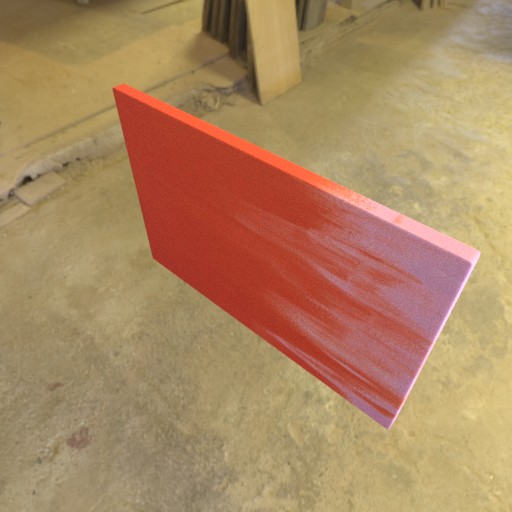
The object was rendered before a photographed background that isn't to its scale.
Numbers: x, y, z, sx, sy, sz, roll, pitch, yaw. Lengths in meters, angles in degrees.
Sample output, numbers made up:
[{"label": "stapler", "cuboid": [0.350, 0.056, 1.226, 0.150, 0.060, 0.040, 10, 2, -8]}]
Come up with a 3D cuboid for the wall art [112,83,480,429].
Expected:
[{"label": "wall art", "cuboid": [0.000, 0.000, 1.113, 0.913, 0.609, 0.040, 32, 54, 27]}]
